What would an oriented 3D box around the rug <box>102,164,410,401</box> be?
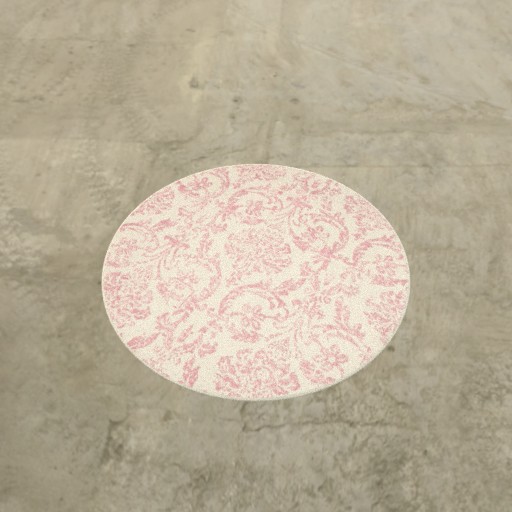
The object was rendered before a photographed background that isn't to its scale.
[{"bbox_3d":[0.000,0.000,2.346,1.593,0.012,1.593,0,48,0],"label":"rug"}]
